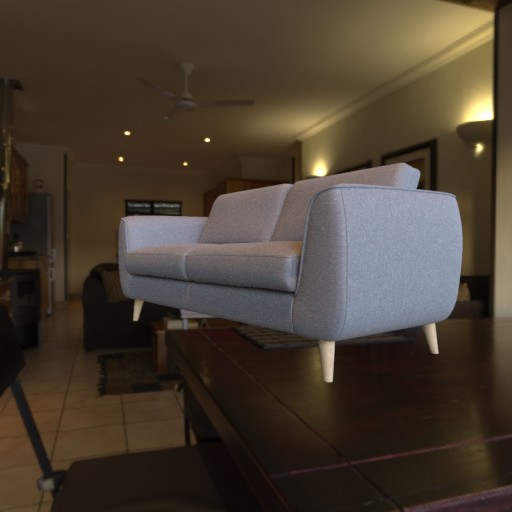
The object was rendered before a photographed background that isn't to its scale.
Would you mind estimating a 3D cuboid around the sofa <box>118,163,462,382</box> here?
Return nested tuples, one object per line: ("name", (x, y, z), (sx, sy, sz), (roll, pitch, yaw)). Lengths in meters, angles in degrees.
("sofa", (0.000, 0.000, 2.513), (0.920, 0.870, 2.000), (-1, 1, -38))
